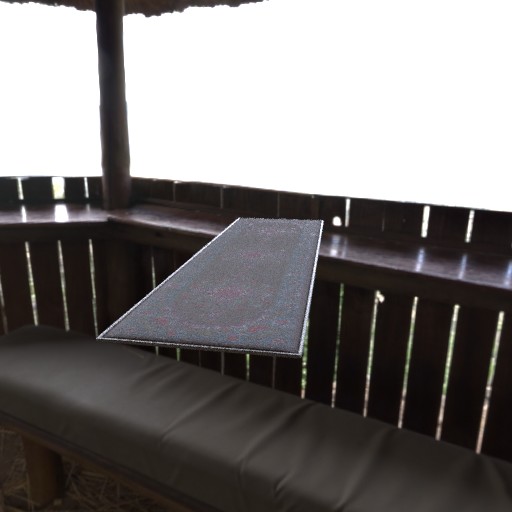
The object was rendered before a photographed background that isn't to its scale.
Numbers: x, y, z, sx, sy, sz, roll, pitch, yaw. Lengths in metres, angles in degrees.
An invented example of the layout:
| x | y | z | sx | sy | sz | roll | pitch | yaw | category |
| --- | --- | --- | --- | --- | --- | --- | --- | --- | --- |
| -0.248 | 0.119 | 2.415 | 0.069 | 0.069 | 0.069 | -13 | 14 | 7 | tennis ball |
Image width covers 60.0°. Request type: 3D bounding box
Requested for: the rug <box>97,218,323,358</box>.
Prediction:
| x | y | z | sx | sy | sz | roll | pitch | yaw | category |
| --- | --- | --- | --- | --- | --- | --- | --- | --- | --- |
| 0.000 | 0.000 | 2.009 | 0.553 | 0.012 | 1.827 | 3 | 16 | 10 | rug |
